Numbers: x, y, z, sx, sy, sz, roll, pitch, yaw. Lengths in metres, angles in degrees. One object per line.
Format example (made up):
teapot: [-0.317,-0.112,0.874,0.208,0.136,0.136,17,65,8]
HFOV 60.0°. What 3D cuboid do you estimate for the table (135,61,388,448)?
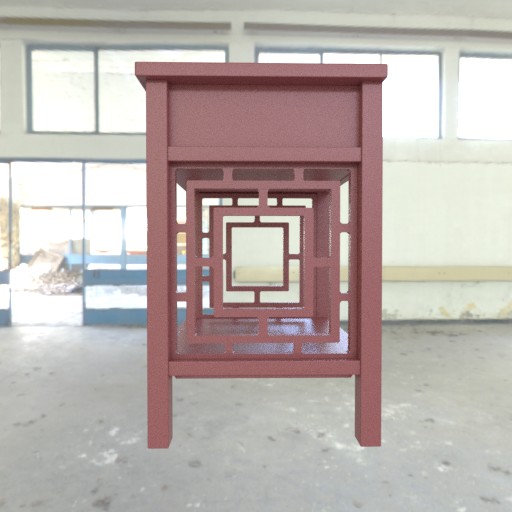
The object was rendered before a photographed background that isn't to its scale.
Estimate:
table: [0.000,0.000,1.078,0.451,0.686,0.599,0,1,-1]
